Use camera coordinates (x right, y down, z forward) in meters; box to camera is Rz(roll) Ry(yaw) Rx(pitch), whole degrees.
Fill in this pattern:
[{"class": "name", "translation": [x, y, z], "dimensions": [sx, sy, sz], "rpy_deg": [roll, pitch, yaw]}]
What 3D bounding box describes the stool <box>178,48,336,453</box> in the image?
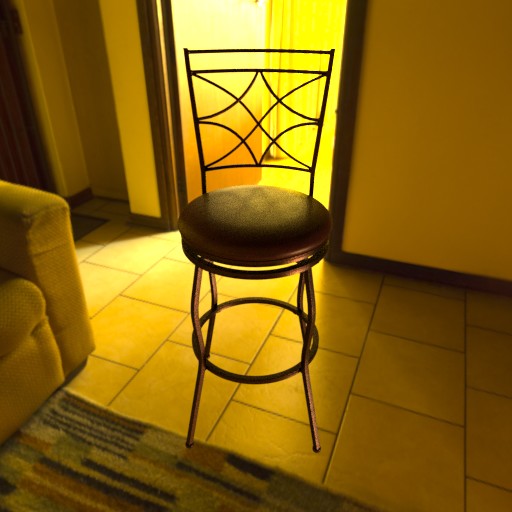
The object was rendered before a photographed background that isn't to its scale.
[{"class": "stool", "translation": [0.000, 0.000, 1.353], "dimensions": [0.434, 1.117, 0.534], "rpy_deg": [1, 30, 2]}]
